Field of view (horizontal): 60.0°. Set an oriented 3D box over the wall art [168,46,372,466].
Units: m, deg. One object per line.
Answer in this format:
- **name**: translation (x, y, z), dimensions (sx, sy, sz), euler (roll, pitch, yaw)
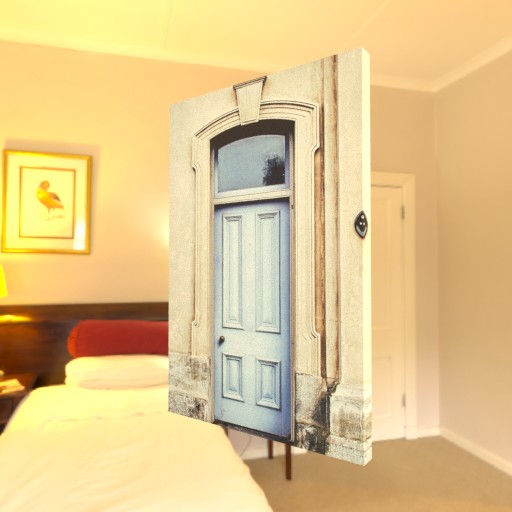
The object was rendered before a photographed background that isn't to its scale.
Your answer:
- **wall art**: translation (0.000, 0.000, 0.971), dimensions (0.508, 0.764, 0.038), euler (-1, -2, 36)
